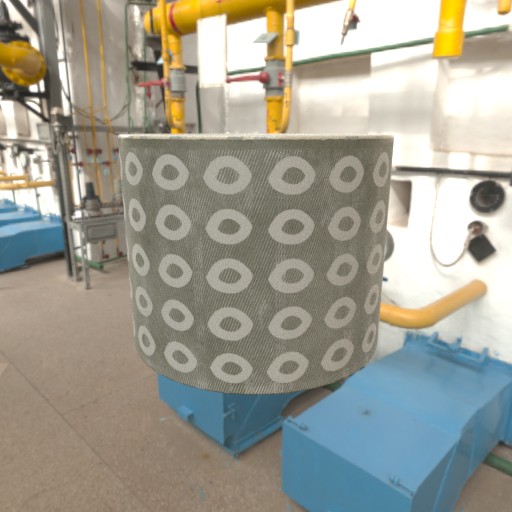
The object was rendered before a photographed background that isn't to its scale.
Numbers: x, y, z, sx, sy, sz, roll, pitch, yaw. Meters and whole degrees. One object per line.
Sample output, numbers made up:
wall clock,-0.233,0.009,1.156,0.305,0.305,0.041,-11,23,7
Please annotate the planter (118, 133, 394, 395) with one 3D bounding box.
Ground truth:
planter,0.000,0.000,0.342,0.190,0.181,0.190,0,16,0
